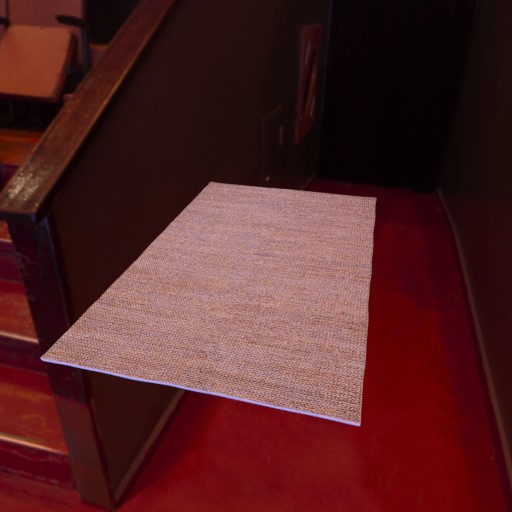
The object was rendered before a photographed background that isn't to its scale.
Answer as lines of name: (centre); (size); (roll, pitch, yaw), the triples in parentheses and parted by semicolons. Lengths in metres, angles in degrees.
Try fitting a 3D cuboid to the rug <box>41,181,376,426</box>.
rug: (0.000, 0.000, 2.991); (1.521, 0.034, 2.438); (7, 31, 13)
